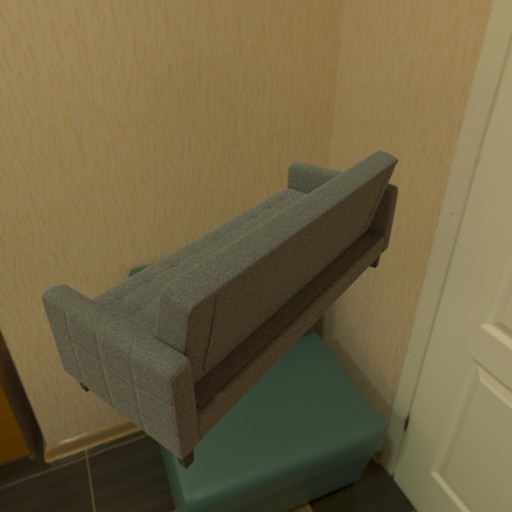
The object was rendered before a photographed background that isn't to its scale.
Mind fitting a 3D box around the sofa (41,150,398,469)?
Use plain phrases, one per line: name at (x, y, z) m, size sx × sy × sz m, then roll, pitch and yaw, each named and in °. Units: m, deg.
sofa at (0.000, 0.000, 2.443) m, size 0.810 × 0.850 × 2.040 m, roll 21°, pitch 38°, yaw 31°
